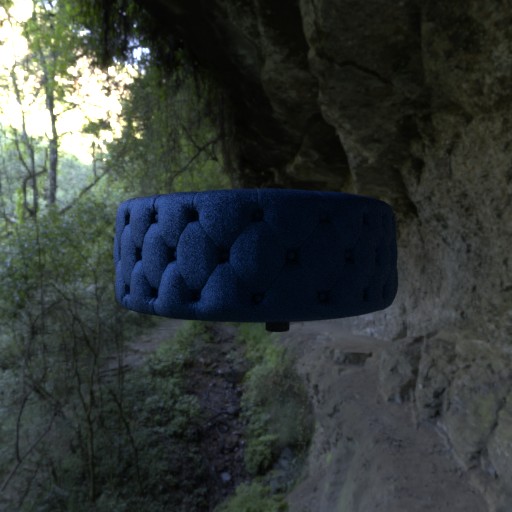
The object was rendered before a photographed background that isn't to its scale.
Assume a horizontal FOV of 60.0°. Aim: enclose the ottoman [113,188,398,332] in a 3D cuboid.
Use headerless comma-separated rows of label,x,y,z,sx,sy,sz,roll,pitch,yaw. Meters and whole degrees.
ottoman,0.000,0.000,1.630,0.998,0.398,0.998,0,1,0
